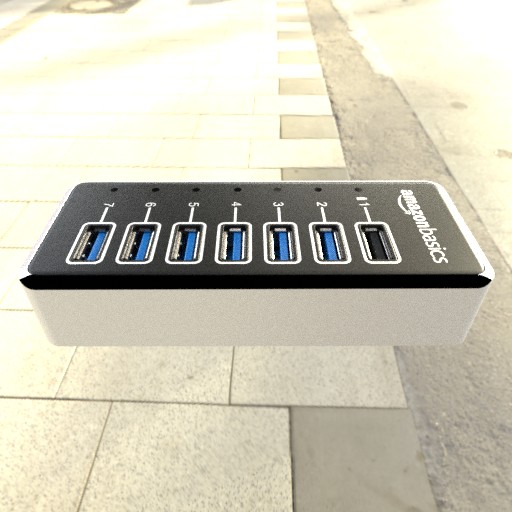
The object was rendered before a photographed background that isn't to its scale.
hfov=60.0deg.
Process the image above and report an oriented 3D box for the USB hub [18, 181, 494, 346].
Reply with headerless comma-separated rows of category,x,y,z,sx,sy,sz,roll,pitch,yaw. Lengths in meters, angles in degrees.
USB hub,0.000,0.000,0.123,0.110,0.023,0.044,0,40,0
